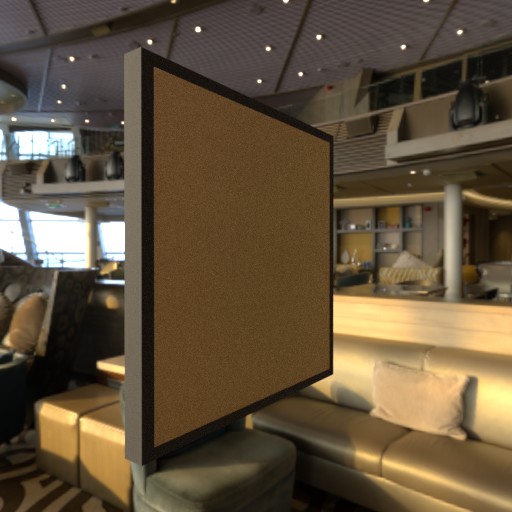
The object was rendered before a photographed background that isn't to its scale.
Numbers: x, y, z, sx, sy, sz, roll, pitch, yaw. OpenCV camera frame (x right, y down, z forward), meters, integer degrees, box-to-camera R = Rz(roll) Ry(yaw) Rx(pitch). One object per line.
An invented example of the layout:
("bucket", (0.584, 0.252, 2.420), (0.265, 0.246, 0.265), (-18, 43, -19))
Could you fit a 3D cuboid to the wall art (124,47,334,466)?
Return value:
("wall art", (0.000, 0.000, 0.750), (0.033, 0.507, 0.508), (0, 0, 37))
